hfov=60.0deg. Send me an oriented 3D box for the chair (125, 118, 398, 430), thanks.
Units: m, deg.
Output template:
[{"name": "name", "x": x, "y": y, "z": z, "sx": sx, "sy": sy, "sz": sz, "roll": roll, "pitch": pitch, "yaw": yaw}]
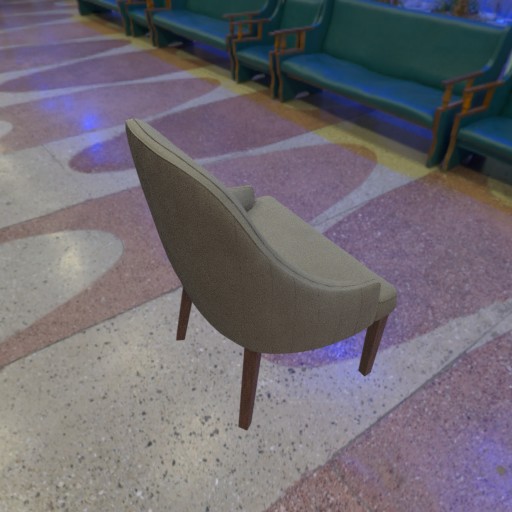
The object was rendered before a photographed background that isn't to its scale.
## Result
[{"name": "chair", "x": 0.000, "y": 0.000, "z": 1.303, "sx": 0.575, "sy": 0.889, "sz": 0.643, "roll": -24, "pitch": 46, "yaw": -26}]
